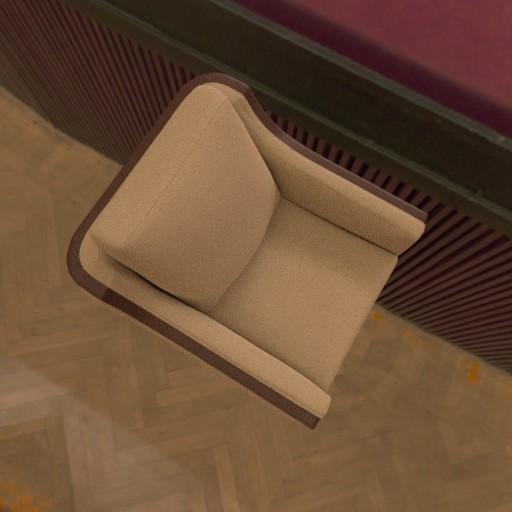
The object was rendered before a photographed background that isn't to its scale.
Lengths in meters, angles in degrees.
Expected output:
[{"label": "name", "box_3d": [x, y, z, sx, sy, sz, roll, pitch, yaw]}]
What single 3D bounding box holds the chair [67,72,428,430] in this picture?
[{"label": "chair", "box_3d": [0.000, 0.000, 1.649, 0.950, 0.930, 0.870, 30, 78, 7]}]
